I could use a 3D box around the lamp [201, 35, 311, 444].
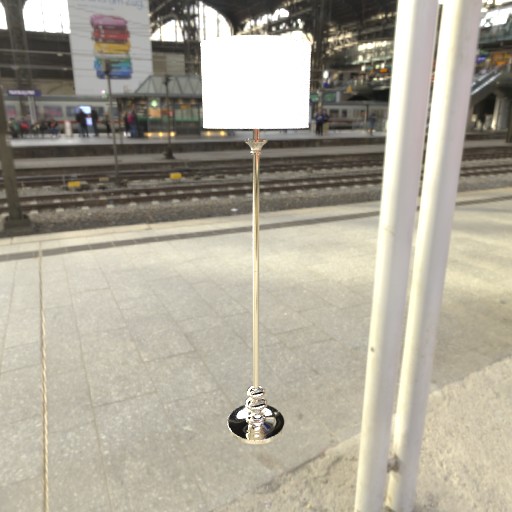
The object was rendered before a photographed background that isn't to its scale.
[{"bbox_3d":[0.000,0.000,1.650,0.356,1.487,0.356,-9,19,-26],"label":"lamp"}]
